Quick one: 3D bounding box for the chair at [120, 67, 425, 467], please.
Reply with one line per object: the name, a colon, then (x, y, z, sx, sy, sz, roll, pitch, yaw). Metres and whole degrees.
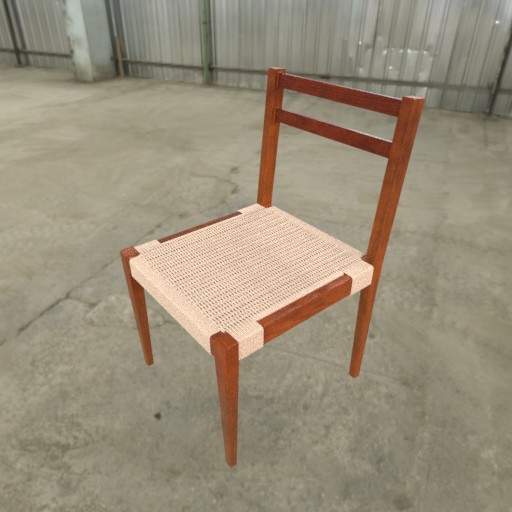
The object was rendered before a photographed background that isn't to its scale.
chair: (0.000, 0.000, 1.217, 0.569, 0.851, 0.495, -24, 39, -32)
